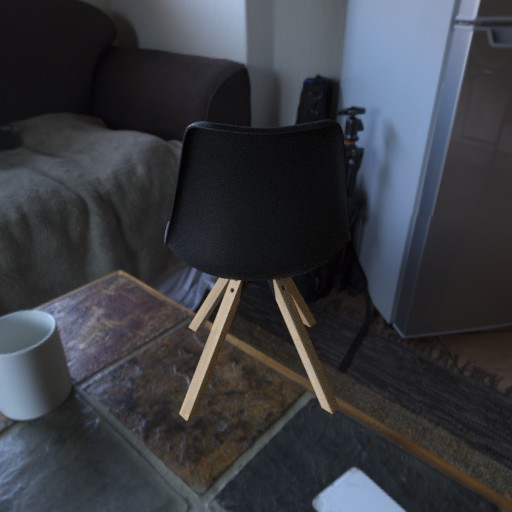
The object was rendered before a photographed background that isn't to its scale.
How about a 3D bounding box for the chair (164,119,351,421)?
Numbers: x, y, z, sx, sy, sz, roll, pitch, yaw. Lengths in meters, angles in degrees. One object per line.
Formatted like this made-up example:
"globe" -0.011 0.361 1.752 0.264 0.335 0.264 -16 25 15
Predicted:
"chair" 0.000 0.000 1.203 0.485 0.850 0.549 -2 31 -3
